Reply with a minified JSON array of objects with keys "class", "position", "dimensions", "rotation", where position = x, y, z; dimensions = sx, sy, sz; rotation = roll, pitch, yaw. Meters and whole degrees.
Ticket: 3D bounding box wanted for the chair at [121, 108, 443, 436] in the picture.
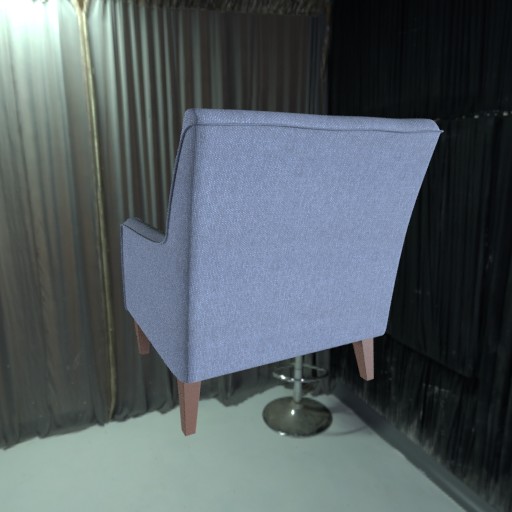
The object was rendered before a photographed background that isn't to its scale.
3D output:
[{"class":"chair","position":[0.000,0.000,1.589],"dimensions":[0.780,0.919,0.899],"rotation":[-7,15,-27]}]
